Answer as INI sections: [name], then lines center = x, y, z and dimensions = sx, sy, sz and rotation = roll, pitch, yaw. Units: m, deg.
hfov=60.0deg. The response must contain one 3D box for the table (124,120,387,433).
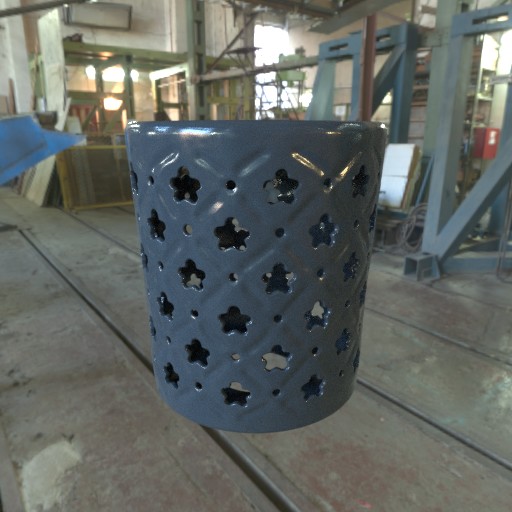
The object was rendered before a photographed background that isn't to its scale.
[table]
center = 0.000, 0.000, 0.662
dimensions = 0.352, 0.387, 0.352
rotation = 0, 16, 0
